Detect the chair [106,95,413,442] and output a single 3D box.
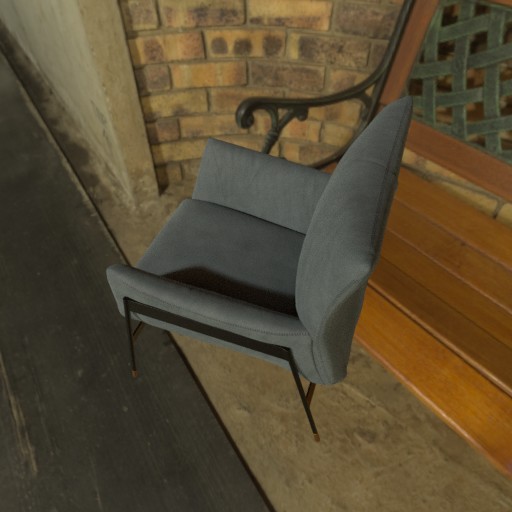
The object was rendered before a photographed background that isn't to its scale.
[{"bbox_3d":[0.000,0.000,1.379,0.709,0.858,0.678,15,49,13],"label":"chair"}]
